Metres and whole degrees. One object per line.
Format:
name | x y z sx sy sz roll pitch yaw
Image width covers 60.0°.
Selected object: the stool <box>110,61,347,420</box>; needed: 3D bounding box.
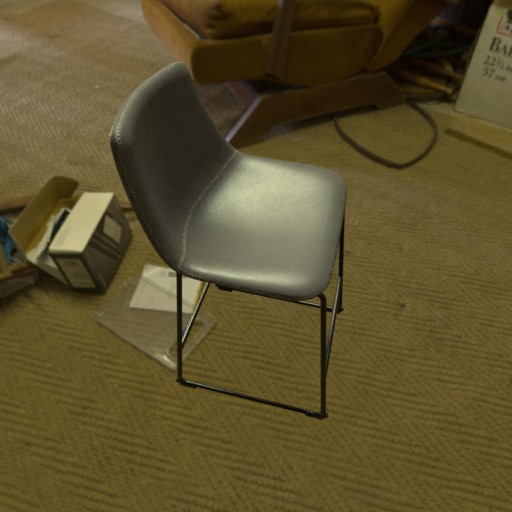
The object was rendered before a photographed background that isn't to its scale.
stool | 0.000 0.000 1.197 0.546 0.876 0.470 11 48 10
